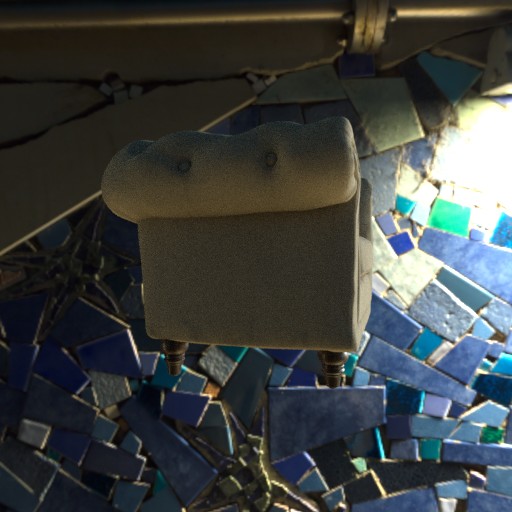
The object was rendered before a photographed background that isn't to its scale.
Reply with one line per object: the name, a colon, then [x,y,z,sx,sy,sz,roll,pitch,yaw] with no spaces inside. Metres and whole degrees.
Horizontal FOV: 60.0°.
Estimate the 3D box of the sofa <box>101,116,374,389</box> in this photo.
sofa: [0.000,0.000,2.034,1.034,0.878,1.405,0,1,17]
